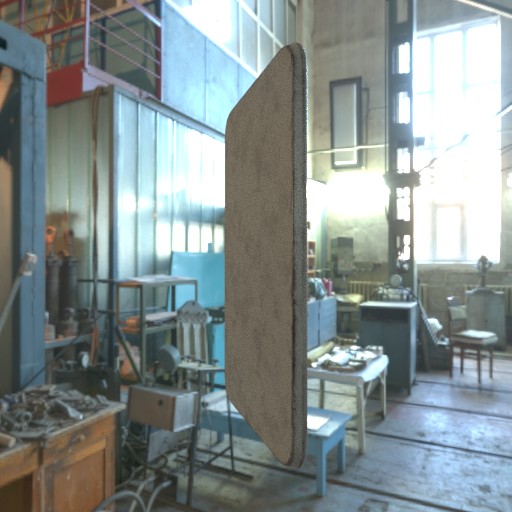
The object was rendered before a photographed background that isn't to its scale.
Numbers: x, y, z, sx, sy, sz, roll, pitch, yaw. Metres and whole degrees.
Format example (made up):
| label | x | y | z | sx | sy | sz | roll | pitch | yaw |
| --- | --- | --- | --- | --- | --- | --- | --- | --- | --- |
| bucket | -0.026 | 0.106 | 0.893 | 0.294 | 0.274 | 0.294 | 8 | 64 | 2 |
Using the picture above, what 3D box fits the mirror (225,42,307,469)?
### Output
| label | x | y | z | sx | sy | sz | roll | pitch | yaw |
| --- | --- | --- | --- | --- | --- | --- | --- | --- | --- |
| mirror | 0.000 | 0.000 | 0.911 | 0.024 | 0.713 | 0.461 | 0 | 0 | -18 |
